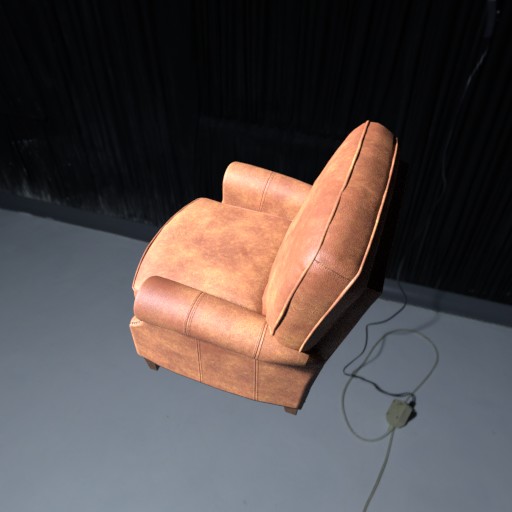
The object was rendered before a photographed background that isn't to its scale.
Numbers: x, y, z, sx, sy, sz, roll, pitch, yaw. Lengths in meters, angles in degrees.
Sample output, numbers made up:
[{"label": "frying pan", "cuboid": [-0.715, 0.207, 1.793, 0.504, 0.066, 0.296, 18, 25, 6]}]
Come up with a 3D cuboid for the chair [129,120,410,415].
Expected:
[{"label": "chair", "cuboid": [0.000, 0.000, 1.796, 0.986, 1.018, 0.936, 15, 47, 14]}]
